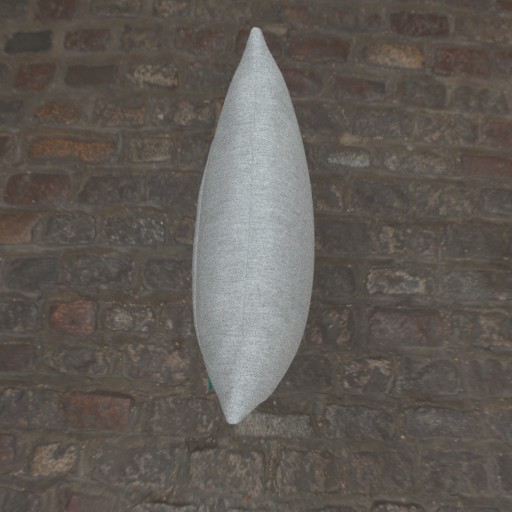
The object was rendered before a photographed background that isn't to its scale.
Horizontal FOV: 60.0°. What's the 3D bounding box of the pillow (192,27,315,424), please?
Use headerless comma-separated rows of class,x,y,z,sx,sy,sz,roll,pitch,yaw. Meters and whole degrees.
pillow,0.000,0.000,0.665,0.173,0.436,0.433,3,75,1
